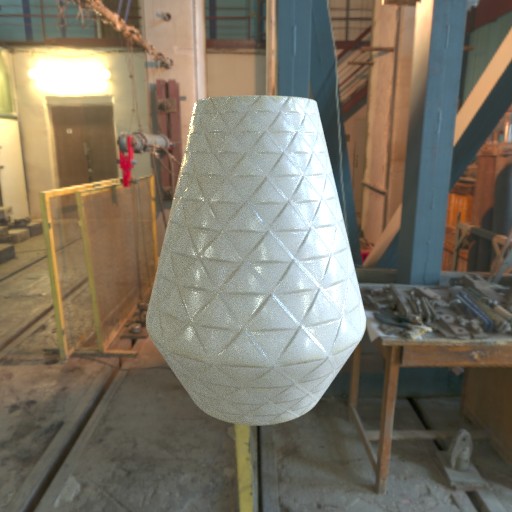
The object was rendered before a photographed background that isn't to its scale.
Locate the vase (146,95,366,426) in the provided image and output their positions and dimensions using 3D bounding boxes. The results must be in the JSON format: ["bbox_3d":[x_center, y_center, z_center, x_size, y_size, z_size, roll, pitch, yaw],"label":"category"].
[{"bbox_3d":[0.000,0.000,0.350,0.175,0.230,0.175,0,14,0],"label":"vase"}]
